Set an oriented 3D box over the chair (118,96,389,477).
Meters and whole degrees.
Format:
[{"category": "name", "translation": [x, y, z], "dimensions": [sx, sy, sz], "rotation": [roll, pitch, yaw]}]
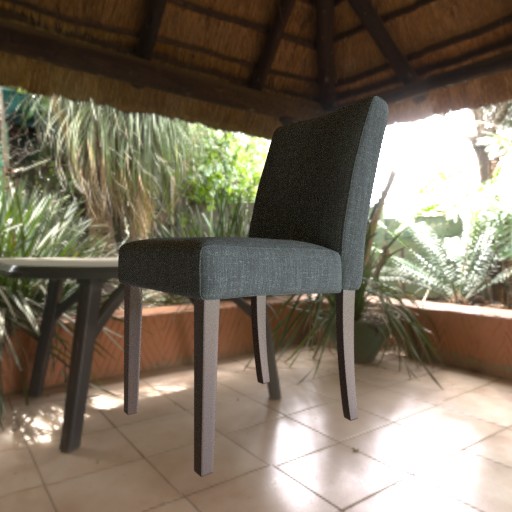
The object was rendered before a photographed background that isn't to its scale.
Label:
[{"category": "chair", "translation": [0.000, 0.000, 1.242], "dimensions": [0.629, 0.884, 0.487], "rotation": [-1, 2, -37]}]
